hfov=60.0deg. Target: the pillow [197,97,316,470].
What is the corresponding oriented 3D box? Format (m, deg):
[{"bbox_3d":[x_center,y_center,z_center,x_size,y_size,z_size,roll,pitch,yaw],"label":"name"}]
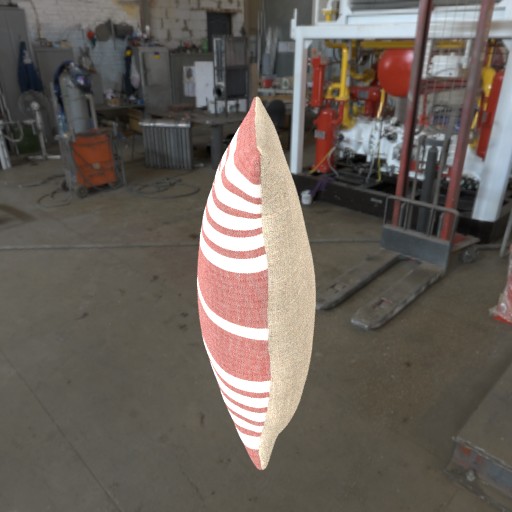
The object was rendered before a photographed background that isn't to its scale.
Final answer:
[{"bbox_3d":[0.000,0.000,0.689,0.182,0.427,0.439,0,26,0],"label":"pillow"}]
